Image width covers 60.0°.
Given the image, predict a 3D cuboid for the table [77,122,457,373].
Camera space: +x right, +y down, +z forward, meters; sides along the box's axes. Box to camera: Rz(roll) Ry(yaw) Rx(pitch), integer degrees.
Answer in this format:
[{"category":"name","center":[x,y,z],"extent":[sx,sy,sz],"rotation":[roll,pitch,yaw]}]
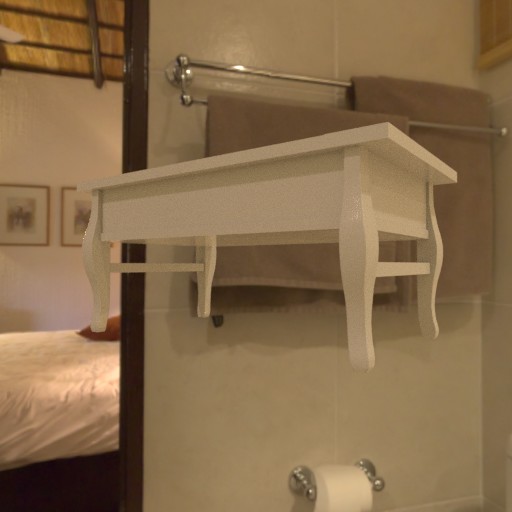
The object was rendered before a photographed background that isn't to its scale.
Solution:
[{"category":"table","center":[0.000,0.000,1.399],"extent":[1.062,0.495,0.600],"rotation":[-1,-1,36]}]
